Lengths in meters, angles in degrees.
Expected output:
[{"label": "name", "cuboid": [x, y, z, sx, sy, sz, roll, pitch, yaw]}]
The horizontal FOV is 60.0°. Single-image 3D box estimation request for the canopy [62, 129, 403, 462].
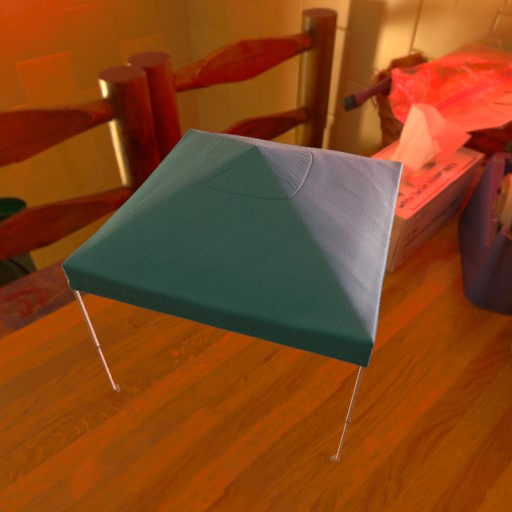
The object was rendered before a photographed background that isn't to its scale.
[{"label": "canopy", "cuboid": [0.000, 0.000, 5.452, 2.996, 2.997, 2.998, 12, 44, 13]}]
